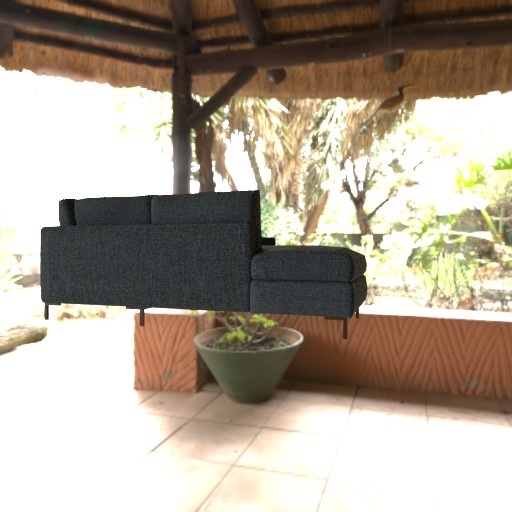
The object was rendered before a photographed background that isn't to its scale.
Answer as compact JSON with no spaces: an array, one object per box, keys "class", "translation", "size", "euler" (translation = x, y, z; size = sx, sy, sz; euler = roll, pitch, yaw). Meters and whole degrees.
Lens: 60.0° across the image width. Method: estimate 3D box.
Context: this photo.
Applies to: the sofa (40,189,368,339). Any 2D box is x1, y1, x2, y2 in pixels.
[{"class":"sofa","translation":[0.000,0.000,3.644],"size":[1.879,0.753,2.737],"euler":[0,1,18]}]
